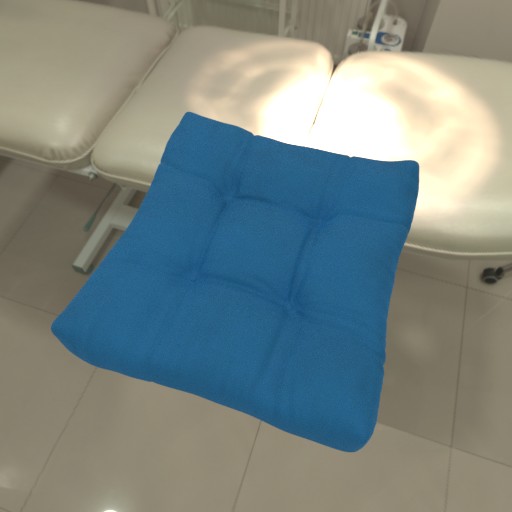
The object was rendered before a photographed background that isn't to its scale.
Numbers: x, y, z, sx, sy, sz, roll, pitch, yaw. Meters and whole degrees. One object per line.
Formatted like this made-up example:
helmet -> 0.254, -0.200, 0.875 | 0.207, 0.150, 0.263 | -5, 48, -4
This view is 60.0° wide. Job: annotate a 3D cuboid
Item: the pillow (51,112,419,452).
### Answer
pillow -> 0.000, 0.000, 0.728 | 0.468, 0.128, 0.490 | 16, 60, 9
